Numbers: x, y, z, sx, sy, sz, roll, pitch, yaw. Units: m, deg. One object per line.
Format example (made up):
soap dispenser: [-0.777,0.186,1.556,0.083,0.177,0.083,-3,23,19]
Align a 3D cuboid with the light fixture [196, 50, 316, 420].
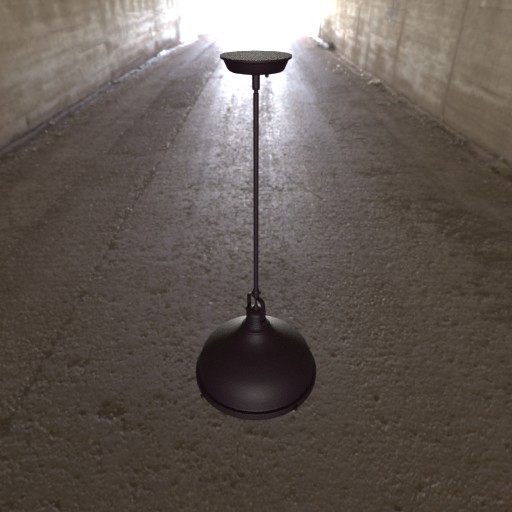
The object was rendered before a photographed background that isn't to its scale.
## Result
light fixture: [0.000,0.000,1.018,0.341,0.849,0.341,-21,37,-30]
